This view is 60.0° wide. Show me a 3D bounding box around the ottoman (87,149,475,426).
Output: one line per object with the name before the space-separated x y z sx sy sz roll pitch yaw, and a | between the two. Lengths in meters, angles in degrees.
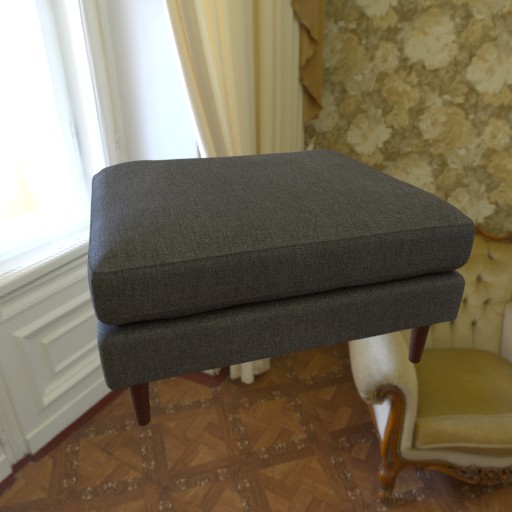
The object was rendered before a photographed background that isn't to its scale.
ottoman | 0.000 0.000 1.219 0.821 0.474 0.693 -8 27 -16
